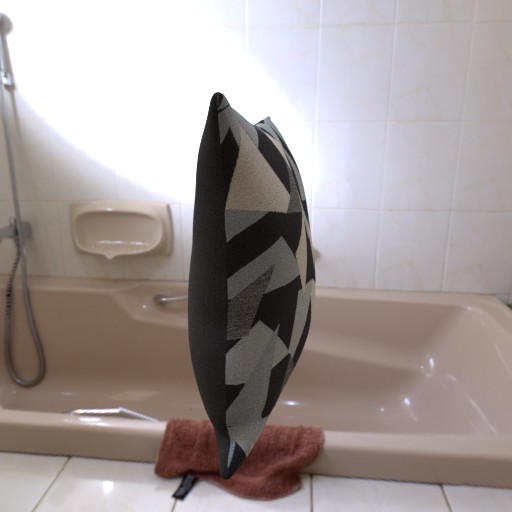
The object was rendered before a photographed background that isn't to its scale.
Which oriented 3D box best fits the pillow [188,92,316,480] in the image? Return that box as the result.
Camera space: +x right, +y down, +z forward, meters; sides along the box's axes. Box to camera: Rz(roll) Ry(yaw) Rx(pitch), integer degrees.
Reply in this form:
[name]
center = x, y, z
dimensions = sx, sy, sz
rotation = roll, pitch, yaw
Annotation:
[pillow]
center = 0.000, 0.000, 0.768
dimensions = 0.208, 0.496, 0.503
rotation = 2, 16, 8
